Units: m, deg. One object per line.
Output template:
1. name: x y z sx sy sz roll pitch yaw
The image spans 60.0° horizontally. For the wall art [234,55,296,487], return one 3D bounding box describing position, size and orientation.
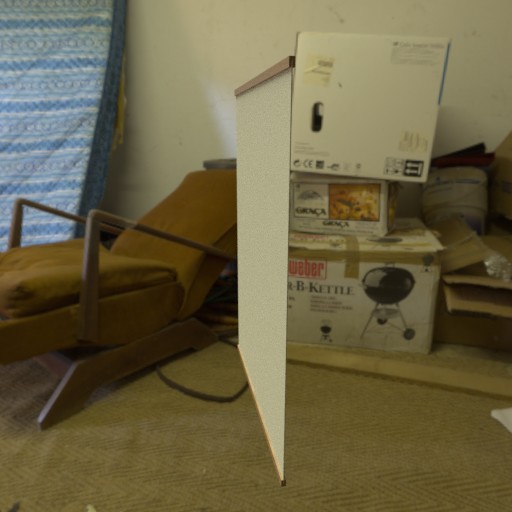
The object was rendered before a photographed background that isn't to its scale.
1. wall art: 0.000 0.000 1.356 0.013 1.016 0.758 -3 16 -10
